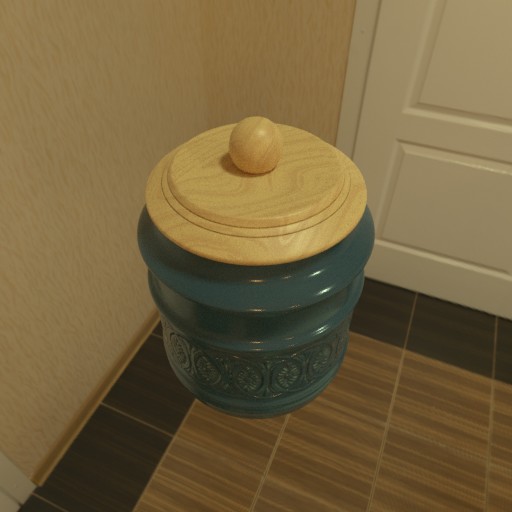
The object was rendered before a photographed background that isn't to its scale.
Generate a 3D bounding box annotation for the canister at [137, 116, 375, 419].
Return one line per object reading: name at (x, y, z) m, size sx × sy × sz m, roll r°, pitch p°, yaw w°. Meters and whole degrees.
canister at (0.000, 0.000, 0.266) m, size 0.130 × 0.176 × 0.130 m, roll 0°, pitch 45°, yaw 0°
